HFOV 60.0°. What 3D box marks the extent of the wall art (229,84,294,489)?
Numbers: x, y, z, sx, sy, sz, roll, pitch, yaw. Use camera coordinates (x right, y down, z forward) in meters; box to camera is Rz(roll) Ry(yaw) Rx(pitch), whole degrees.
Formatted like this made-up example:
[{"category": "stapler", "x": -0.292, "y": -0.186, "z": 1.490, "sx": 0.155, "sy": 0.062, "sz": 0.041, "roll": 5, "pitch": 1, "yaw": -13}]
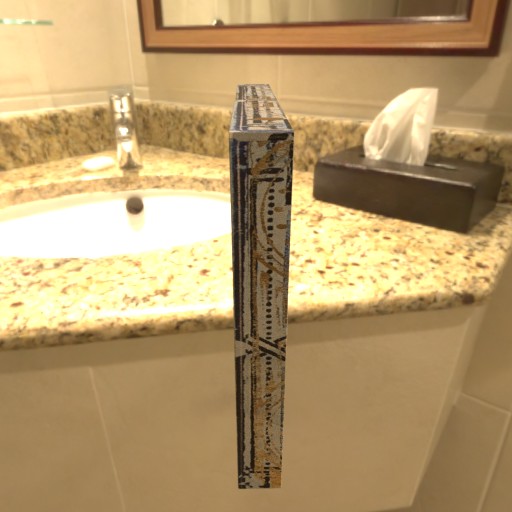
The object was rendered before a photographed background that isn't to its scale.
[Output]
[{"category": "wall art", "x": 0.000, "y": 0.000, "z": 0.456, "sx": 0.038, "sy": 0.306, "sz": 0.302, "roll": -1, "pitch": 26, "yaw": -1}]
